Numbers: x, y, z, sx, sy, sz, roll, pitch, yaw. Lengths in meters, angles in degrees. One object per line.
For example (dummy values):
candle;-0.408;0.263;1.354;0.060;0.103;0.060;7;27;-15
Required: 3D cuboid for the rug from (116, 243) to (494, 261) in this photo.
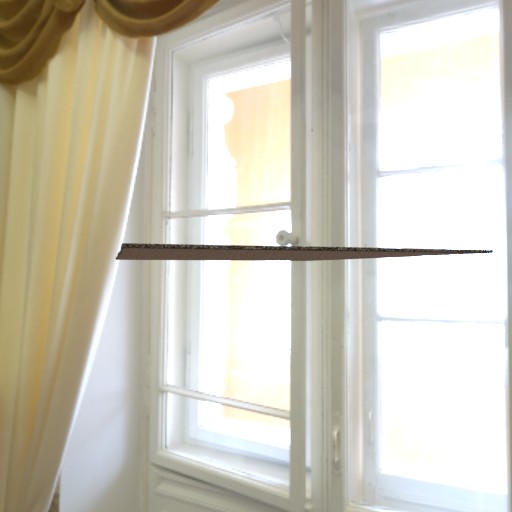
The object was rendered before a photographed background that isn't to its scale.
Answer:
rug;0.000;0.000;4.026;2.401;0.025;3.000;1;-2;-18
